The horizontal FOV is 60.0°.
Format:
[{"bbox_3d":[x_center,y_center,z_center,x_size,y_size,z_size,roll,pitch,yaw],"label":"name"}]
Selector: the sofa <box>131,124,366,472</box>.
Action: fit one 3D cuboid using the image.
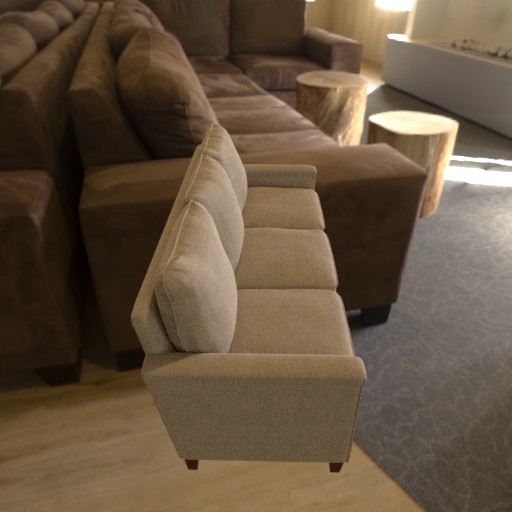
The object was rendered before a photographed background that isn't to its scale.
[{"bbox_3d":[0.000,0.000,2.380,0.828,0.959,1.925,1,33,1],"label":"sofa"}]
